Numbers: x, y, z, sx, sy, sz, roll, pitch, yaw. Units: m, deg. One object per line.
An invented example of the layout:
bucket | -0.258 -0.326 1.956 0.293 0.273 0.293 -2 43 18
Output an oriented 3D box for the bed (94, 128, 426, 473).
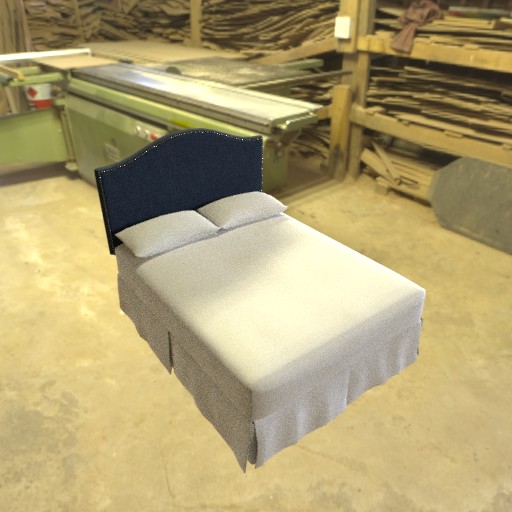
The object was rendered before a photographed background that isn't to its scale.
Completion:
bed | 0.000 0.000 3.439 1.713 1.518 2.153 -21 36 -31
